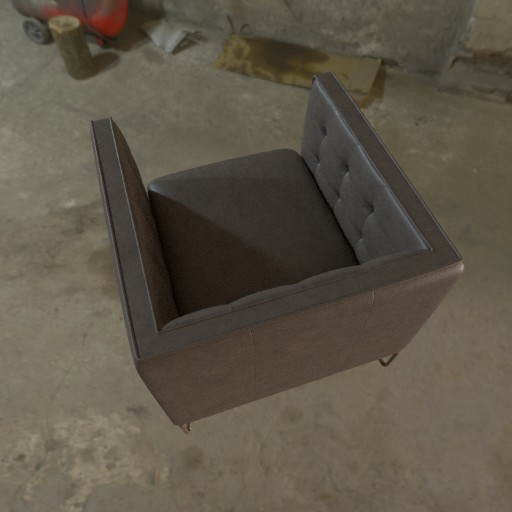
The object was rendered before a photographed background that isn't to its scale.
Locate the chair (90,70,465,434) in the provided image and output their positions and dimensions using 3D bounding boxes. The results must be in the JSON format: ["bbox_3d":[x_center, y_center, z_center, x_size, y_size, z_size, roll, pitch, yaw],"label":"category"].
[{"bbox_3d":[0.000,0.000,1.595,0.880,0.790,0.894,-16,58,-10],"label":"chair"}]
